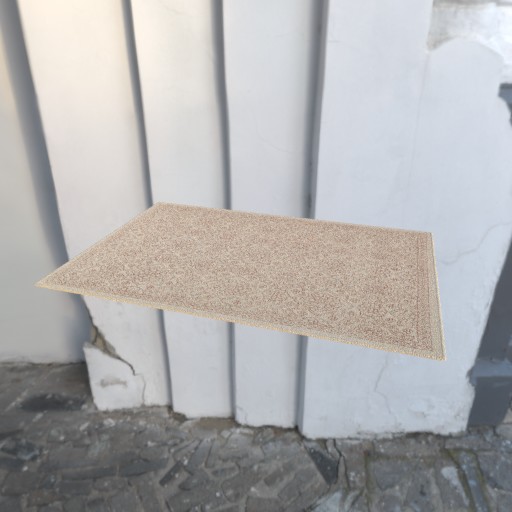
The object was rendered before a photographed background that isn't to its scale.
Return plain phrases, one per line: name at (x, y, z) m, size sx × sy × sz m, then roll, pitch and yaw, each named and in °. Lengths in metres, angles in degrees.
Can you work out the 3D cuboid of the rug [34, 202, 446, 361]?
rug at (0.000, 0.000, 2.372) m, size 1.829 × 0.010 × 1.219 m, roll 8°, pitch 28°, yaw 16°
